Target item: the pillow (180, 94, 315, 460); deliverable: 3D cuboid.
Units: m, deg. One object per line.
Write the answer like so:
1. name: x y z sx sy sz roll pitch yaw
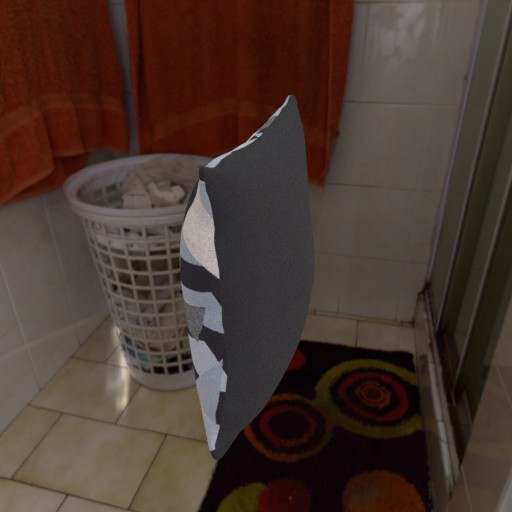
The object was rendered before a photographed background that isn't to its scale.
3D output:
1. pillow: 0.000 0.000 0.811 0.208 0.496 0.503 8 29 14
